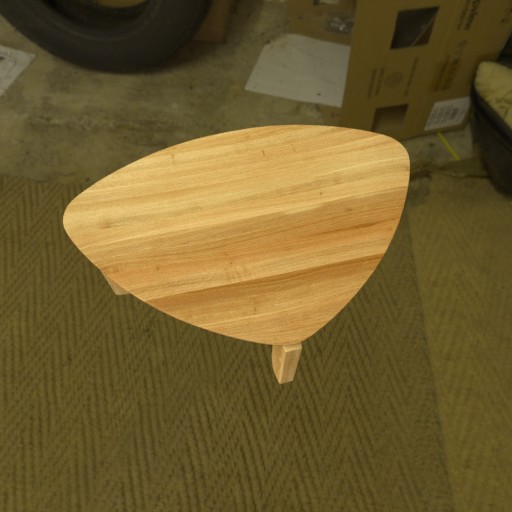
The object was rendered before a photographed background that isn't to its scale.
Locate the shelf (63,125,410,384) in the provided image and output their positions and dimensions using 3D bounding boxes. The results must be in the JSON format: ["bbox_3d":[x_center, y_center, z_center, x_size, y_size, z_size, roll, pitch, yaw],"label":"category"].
[{"bbox_3d":[0.000,0.000,1.663,1.240,0.439,0.863,-13,61,-7],"label":"shelf"}]
